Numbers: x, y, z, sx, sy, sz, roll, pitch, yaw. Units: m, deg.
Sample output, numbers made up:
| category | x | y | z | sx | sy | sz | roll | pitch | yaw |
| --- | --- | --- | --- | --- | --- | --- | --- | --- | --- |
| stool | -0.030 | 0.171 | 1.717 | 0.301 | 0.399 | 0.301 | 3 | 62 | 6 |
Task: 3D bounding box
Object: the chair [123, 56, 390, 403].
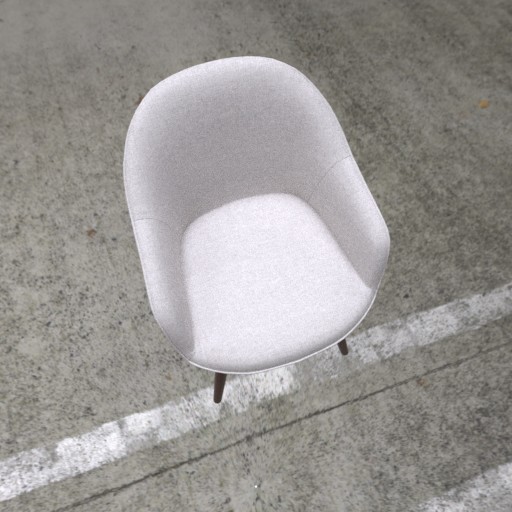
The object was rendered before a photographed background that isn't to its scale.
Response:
| category | x | y | z | sx | sy | sz | roll | pitch | yaw |
| --- | --- | --- | --- | --- | --- | --- | --- | --- | --- |
| chair | 0.000 | 0.000 | 1.252 | 0.596 | 0.823 | 0.635 | -18 | 64 | -9 |
